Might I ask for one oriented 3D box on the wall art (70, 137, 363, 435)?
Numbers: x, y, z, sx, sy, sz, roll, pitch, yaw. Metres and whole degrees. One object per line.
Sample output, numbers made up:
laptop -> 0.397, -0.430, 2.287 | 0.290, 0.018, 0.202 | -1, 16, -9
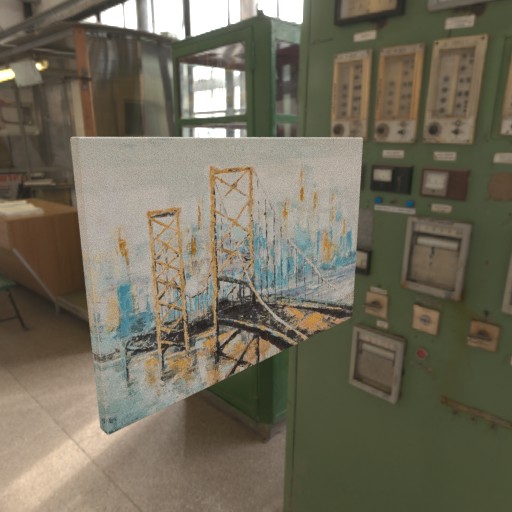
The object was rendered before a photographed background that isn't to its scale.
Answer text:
wall art -> 0.000, 0.000, 1.179 | 0.913, 0.609, 0.038 | -14, 20, -43
